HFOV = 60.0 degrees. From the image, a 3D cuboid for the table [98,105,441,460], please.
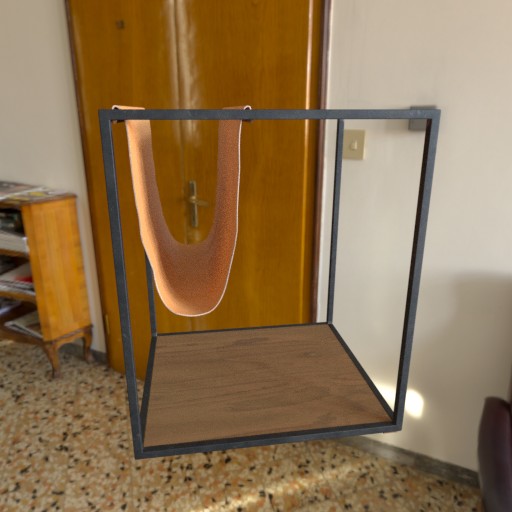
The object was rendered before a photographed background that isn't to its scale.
[{"bbox_3d":[0.000,0.000,0.840,0.450,0.536,0.399,-3,18,-8],"label":"table"}]
